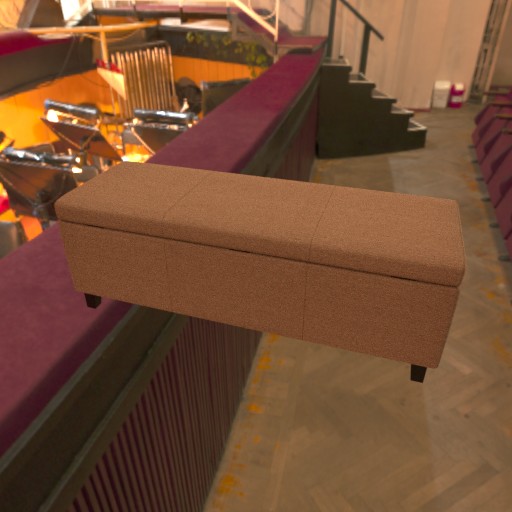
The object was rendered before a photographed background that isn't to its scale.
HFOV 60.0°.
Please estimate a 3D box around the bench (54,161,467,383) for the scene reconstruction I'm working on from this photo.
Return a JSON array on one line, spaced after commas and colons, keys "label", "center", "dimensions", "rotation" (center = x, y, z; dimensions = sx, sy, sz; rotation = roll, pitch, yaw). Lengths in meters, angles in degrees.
[{"label": "bench", "center": [0.000, 0.000, 1.542], "dimensions": [1.269, 0.438, 0.446], "rotation": [10, 33, 15]}]
